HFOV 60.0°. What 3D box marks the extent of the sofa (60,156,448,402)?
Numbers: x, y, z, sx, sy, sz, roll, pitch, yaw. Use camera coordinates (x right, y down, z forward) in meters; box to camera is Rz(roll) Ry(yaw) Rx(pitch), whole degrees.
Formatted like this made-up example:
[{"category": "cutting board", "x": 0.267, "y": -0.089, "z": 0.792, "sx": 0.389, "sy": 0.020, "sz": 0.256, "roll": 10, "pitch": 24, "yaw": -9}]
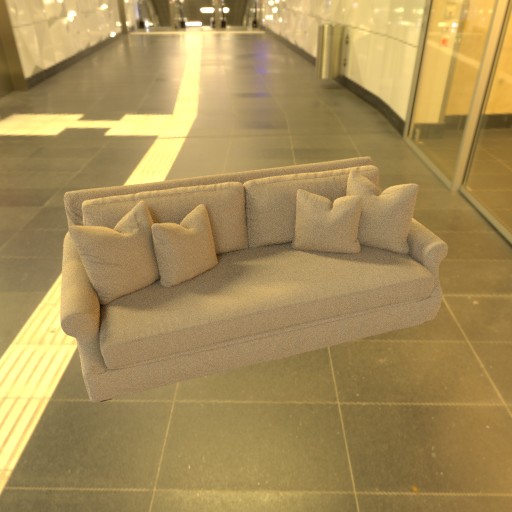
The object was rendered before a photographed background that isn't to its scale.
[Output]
[{"category": "sofa", "x": 0.000, "y": 0.000, "z": 2.808, "sx": 2.285, "sy": 0.904, "sz": 1.067, "roll": -10, "pitch": 32, "yaw": -16}]
